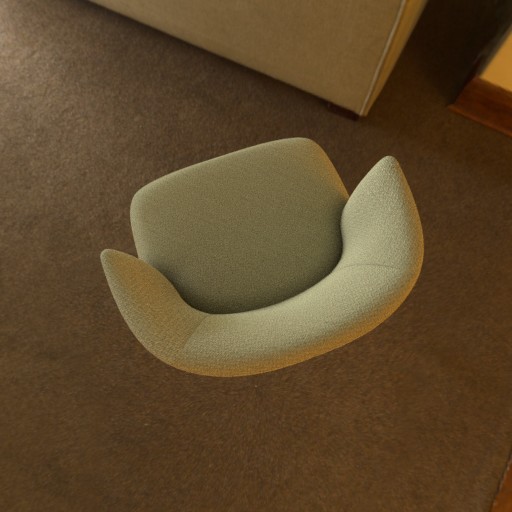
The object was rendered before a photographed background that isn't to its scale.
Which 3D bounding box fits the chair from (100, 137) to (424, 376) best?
[{"bbox_3d":[0.000,0.000,1.294,0.700,0.760,0.660,-19,75,-5],"label":"chair"}]
